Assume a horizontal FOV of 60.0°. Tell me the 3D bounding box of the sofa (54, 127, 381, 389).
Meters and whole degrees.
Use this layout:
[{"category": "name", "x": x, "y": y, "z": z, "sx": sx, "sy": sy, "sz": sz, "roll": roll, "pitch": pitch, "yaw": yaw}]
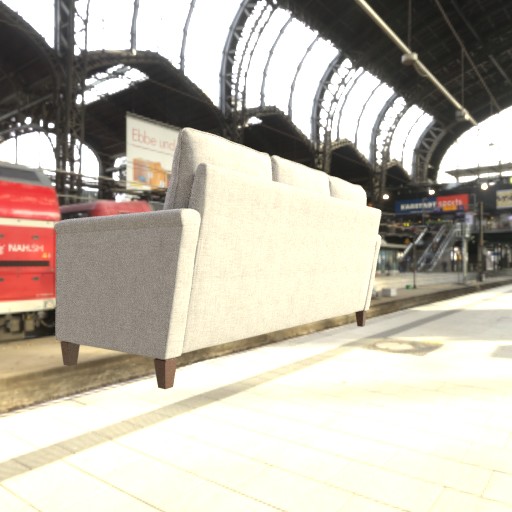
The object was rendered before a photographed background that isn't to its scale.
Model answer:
[{"category": "sofa", "x": 0.000, "y": 0.000, "z": 2.471, "sx": 0.828, "sy": 0.959, "sz": 1.925, "roll": 0, "pitch": -1, "yaw": 35}]
